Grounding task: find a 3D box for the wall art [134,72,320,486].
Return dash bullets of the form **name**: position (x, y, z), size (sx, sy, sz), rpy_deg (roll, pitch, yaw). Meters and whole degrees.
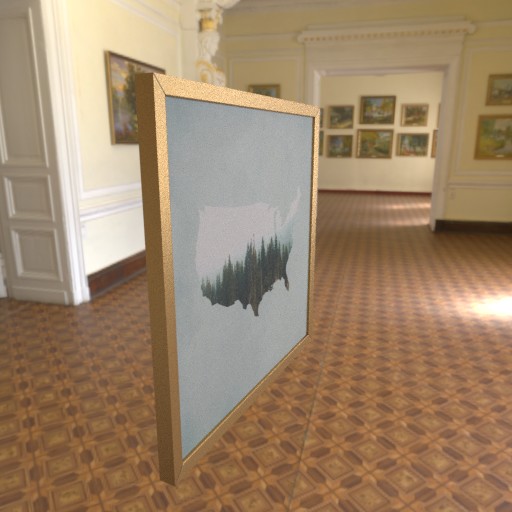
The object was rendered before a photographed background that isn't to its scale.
- **wall art**: position (0.000, 0.000, 1.115), size (0.038, 0.762, 0.762), rpy_deg (7, 16, 27)
